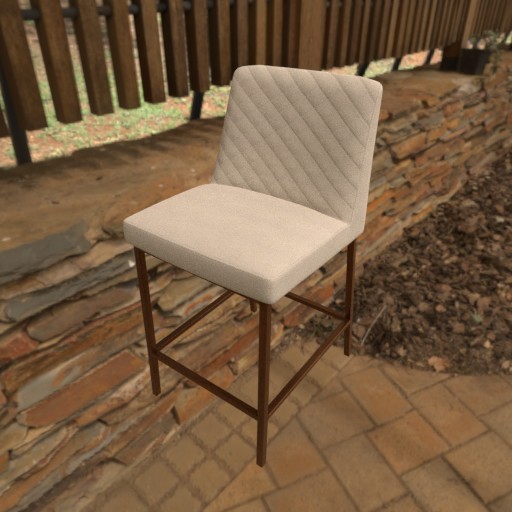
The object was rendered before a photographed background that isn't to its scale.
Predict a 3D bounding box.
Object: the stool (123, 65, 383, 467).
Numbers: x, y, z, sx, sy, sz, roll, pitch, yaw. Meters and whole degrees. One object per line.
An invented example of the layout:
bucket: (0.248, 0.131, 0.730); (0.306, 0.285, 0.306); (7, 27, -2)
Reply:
stool: (0.000, 0.000, 1.317); (0.507, 0.973, 0.576); (21, 37, 30)
